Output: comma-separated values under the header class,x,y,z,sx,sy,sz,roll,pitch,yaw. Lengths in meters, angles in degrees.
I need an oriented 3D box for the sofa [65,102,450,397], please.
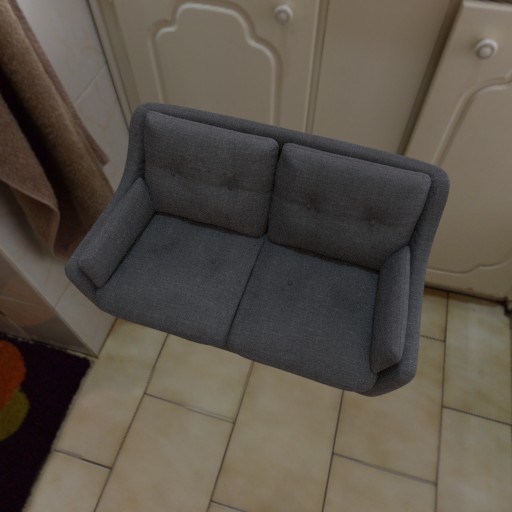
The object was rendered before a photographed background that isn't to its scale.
class,x,y,z,sx,sy,sz,roll,pitch,yaw
sofa,0.000,0.000,2.239,1.646,0.887,0.976,16,58,10
